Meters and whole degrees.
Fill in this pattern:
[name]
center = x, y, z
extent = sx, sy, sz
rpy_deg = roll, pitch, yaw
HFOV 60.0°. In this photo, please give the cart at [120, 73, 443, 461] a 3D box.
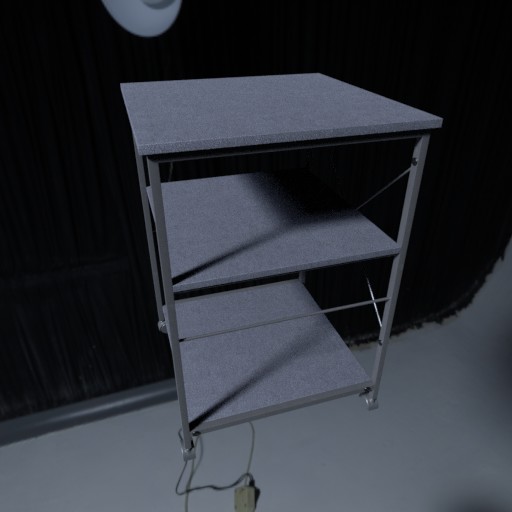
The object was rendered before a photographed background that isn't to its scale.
[cart]
center = 0.000, 0.000, 1.113
extent = 0.520, 0.762, 0.521
rpy_deg = -9, 32, -15
